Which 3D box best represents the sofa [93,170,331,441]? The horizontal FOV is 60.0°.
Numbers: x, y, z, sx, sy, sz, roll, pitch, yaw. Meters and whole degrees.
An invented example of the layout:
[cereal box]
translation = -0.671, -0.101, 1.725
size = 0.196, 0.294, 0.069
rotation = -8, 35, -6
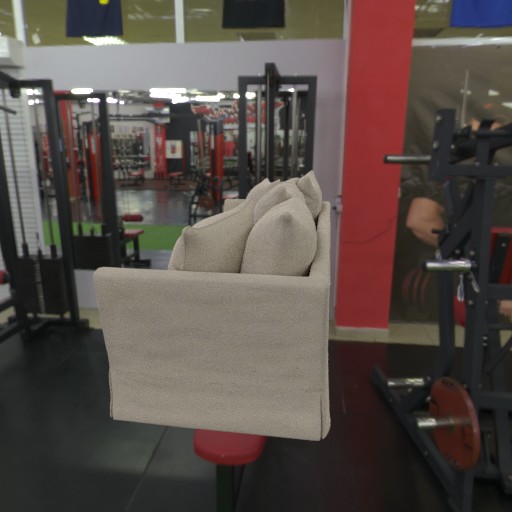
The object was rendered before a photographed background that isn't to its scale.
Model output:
[sofa]
translation = 0.000, 0.000, 3.025
size = 1.046, 1.047, 2.499
rotation = 2, 15, 9
